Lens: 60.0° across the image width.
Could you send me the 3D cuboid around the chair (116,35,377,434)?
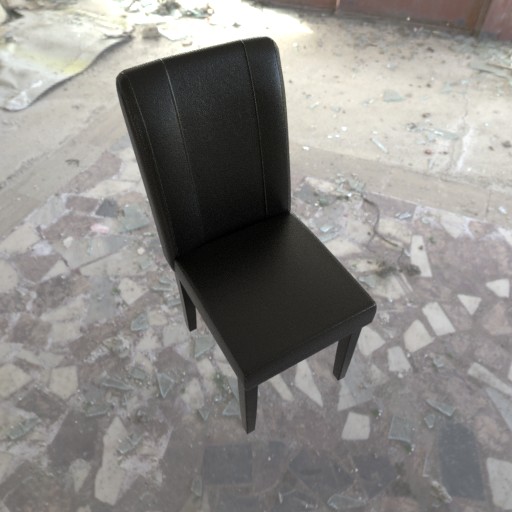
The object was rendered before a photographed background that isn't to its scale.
[{"bbox_3d":[0.000,0.000,1.184,0.399,0.897,0.556,-24,53,-19],"label":"chair"}]
